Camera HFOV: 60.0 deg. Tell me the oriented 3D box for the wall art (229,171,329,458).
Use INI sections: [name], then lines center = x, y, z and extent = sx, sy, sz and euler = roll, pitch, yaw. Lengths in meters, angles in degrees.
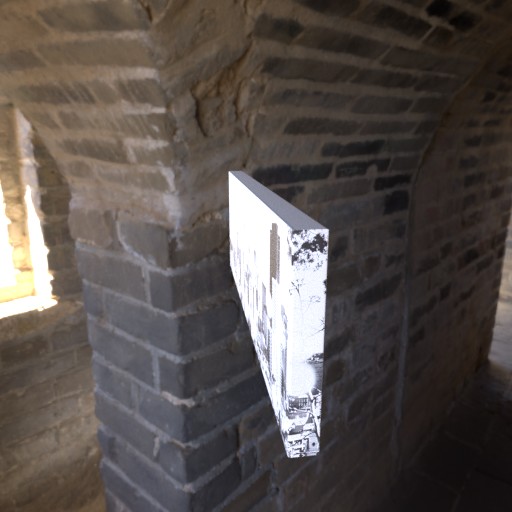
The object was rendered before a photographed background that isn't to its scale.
[wall art]
center = 0.000, 0.000, 0.824
extent = 0.036, 0.256, 0.766
euler = -2, 15, -8
